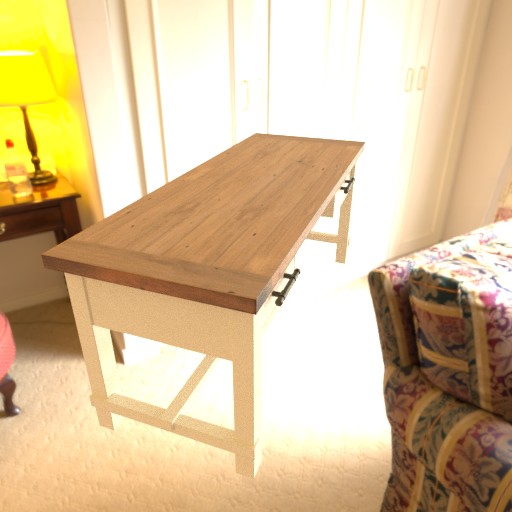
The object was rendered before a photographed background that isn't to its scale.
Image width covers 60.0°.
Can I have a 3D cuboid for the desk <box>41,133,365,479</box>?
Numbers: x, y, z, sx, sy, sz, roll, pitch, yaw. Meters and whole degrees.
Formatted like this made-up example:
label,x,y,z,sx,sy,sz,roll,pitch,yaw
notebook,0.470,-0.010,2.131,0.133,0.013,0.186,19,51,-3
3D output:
label,x,y,z,sx,sy,sz,roll,pitch,yaw
desk,0.000,0.000,2.141,0.688,0.762,1.803,10,29,18
